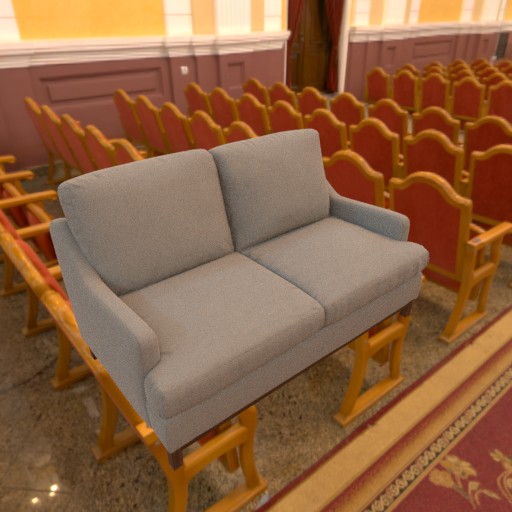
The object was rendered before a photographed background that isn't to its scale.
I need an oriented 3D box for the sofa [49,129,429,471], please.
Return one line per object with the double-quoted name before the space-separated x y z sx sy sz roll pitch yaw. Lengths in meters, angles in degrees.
"sofa" 0.000 0.000 2.161 1.589 0.921 0.987 -22 36 -33
